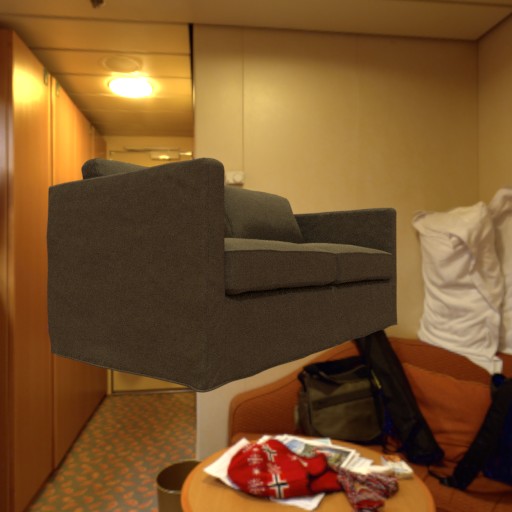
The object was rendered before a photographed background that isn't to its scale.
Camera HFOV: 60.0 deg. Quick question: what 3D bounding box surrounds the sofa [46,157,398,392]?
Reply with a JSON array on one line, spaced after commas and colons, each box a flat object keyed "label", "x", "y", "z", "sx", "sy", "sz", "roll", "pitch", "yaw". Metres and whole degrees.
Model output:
[{"label": "sofa", "x": 0.000, "y": 0.000, "z": 2.346, "sx": 0.974, "sy": 0.854, "sz": 1.802, "roll": 0, "pitch": -1, "yaw": 36}]
